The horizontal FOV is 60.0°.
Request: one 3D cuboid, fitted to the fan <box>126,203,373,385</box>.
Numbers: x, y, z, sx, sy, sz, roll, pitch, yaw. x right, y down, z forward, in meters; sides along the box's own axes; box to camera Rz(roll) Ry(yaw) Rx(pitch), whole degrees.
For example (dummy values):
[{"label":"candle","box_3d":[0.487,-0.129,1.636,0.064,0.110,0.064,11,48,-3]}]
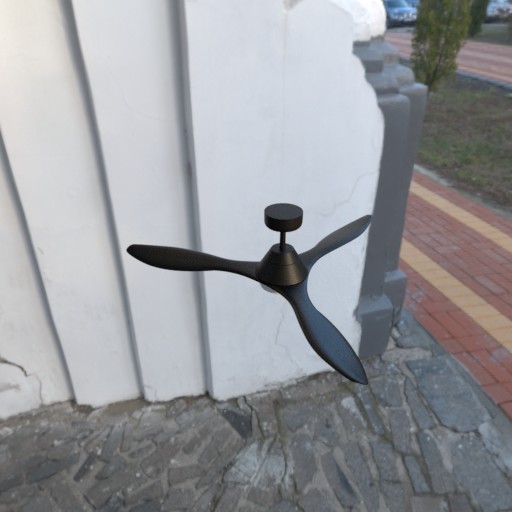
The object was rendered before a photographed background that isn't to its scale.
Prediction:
[{"label":"fan","box_3d":[0.000,0.000,1.607,1.067,0.305,1.067,1,31,1]}]
